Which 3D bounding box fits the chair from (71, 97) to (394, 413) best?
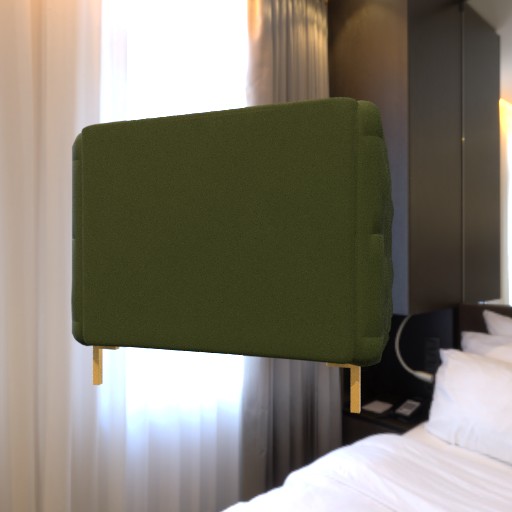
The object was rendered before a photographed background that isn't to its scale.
[{"bbox_3d":[0.000,0.000,1.557,0.917,0.768,0.855,0,0,18],"label":"chair"}]
